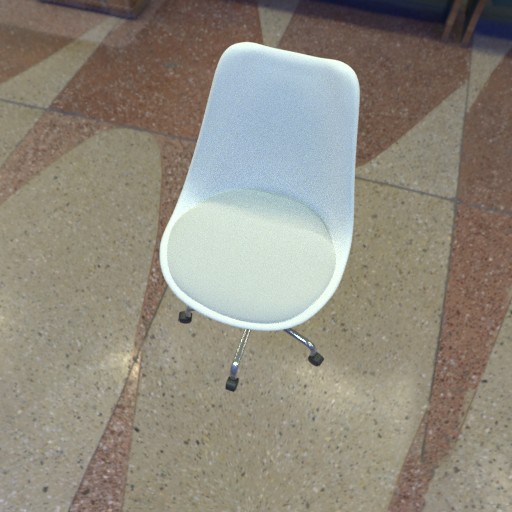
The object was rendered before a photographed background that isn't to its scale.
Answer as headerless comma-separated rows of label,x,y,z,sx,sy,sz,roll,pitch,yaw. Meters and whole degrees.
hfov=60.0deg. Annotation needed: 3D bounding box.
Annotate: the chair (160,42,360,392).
chair,0.000,0.000,1.248,0.550,0.930,0.550,17,60,10
